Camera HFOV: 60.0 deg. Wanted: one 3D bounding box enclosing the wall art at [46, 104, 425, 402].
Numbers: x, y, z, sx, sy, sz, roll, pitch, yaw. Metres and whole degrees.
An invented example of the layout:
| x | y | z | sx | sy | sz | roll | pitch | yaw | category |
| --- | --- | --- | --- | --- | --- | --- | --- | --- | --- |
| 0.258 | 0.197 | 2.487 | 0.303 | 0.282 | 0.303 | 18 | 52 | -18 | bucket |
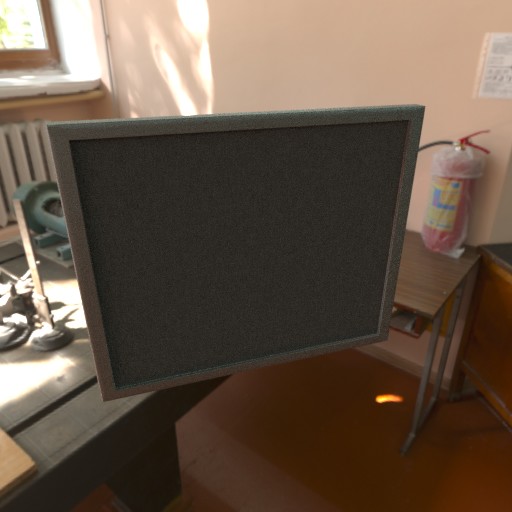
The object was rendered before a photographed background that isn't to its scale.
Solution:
| x | y | z | sx | sy | sz | roll | pitch | yaw | category |
| --- | --- | --- | --- | --- | --- | --- | --- | --- | --- |
| 0.000 | 0.000 | 0.737 | 0.556 | 0.457 | 0.028 | -8 | 27 | -16 | wall art |
